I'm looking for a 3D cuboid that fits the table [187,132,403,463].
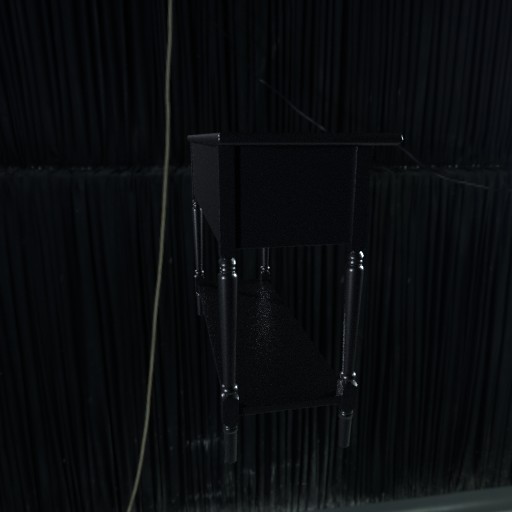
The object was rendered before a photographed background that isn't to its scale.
[{"bbox_3d":[0.000,0.000,1.550,0.386,0.819,1.191,-3,15,-11],"label":"table"}]
